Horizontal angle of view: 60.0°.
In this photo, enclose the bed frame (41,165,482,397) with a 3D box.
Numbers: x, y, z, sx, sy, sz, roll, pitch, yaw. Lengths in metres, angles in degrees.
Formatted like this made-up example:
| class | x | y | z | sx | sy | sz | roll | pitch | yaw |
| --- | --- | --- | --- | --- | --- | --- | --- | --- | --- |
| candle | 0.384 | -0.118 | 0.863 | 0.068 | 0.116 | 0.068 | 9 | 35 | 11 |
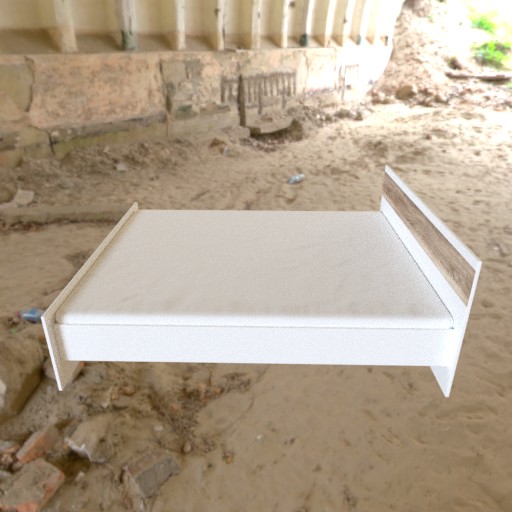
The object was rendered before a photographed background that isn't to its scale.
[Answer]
| class | x | y | z | sx | sy | sz | roll | pitch | yaw |
| --- | --- | --- | --- | --- | --- | --- | --- | --- | --- |
| bed frame | 0.000 | 0.000 | 2.945 | 2.060 | 0.800 | 1.720 | 1 | 26 | 1 |
